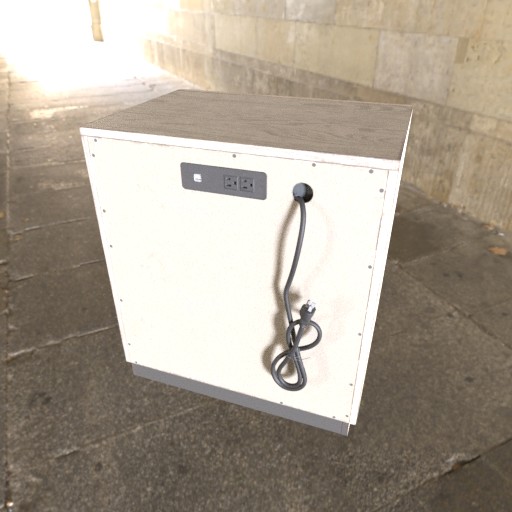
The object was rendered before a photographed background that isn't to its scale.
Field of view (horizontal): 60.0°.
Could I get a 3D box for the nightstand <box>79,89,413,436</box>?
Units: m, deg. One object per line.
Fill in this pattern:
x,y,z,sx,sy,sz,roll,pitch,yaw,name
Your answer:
0.000,0.000,1.100,0.612,0.673,0.483,10,32,17,nightstand
